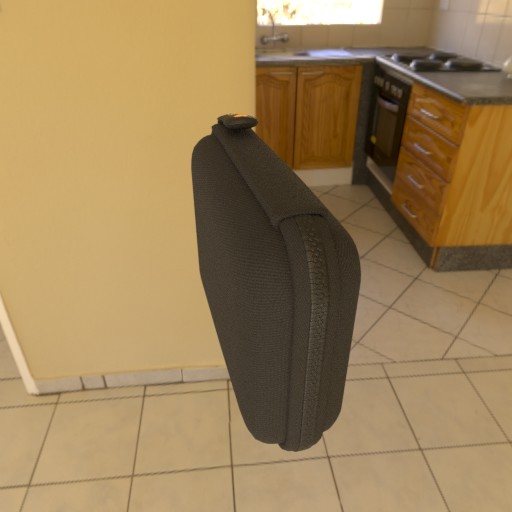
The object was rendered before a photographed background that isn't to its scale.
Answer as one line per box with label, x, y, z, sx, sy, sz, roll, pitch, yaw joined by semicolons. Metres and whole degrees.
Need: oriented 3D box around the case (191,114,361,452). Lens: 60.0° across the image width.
case;0.000;0.000;0.186;0.038;0.105;0.132;-8;33;-13
